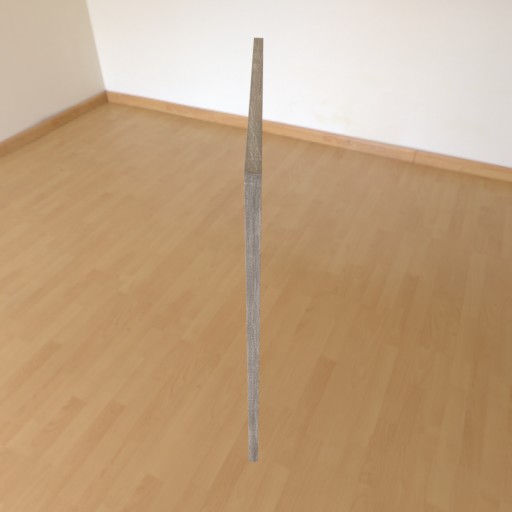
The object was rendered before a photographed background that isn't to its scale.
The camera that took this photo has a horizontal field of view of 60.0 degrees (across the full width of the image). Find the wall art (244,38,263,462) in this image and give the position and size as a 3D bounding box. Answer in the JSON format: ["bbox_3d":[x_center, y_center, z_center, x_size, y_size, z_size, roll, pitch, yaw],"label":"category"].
[{"bbox_3d":[0.000,0.000,1.343,0.035,1.022,0.781,0,41,0],"label":"wall art"}]
